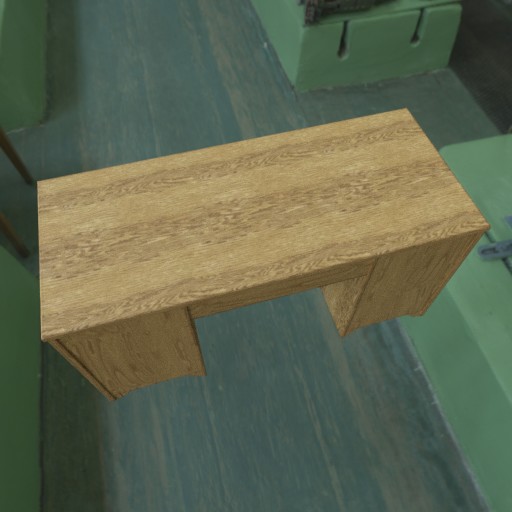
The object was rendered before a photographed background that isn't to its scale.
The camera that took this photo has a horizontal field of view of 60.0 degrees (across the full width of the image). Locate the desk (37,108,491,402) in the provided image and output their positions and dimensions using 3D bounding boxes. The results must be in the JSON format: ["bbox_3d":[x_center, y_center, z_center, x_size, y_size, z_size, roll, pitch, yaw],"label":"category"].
[{"bbox_3d":[0.000,0.000,1.969,1.567,0.751,0.685,-13,58,-9],"label":"desk"}]
